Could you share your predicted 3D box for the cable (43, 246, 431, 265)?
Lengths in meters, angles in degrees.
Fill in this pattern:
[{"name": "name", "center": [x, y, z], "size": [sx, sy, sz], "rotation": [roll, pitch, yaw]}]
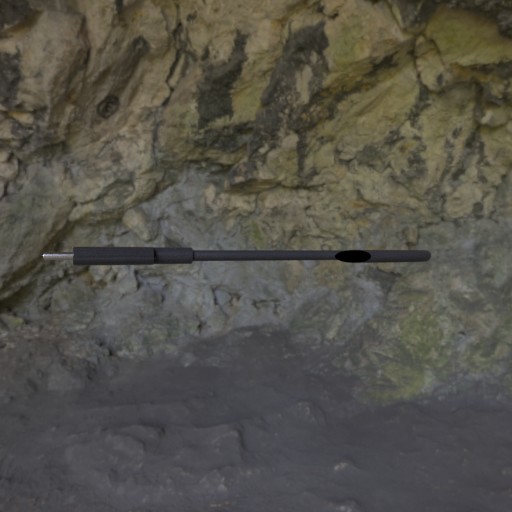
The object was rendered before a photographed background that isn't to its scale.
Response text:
[{"name": "cable", "center": [0.000, 0.000, 0.110], "size": [0.098, 0.005, 0.041], "rotation": [0, 1, -19]}]
